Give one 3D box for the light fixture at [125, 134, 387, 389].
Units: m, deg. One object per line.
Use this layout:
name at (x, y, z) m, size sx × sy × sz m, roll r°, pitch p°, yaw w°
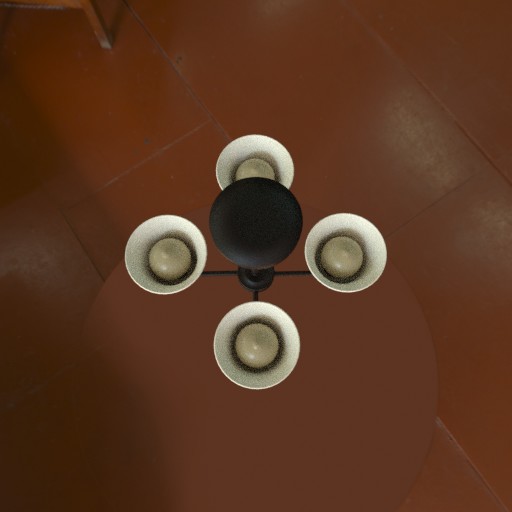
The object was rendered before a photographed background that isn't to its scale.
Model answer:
light fixture at (0.000, 0.000, 1.864) m, size 1.069 × 0.925 × 1.069 m, roll -1°, pitch 76°, yaw 0°
